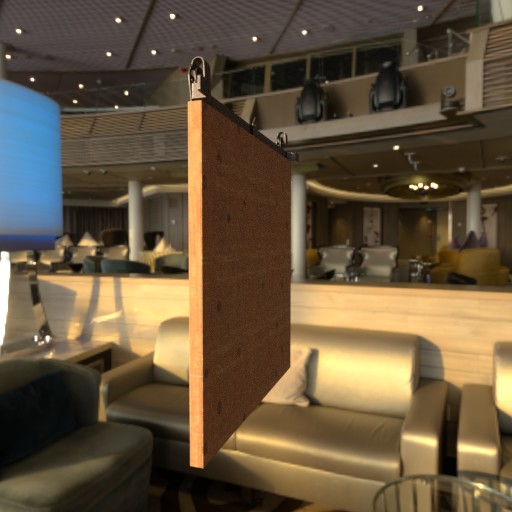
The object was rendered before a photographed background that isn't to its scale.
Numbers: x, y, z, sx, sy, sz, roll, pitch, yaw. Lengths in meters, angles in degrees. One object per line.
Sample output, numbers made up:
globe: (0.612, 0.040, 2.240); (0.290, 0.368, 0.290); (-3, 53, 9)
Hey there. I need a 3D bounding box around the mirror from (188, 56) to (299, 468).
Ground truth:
mirror: (0.000, 0.000, 1.200); (0.054, 0.800, 0.805); (1, 2, 18)
